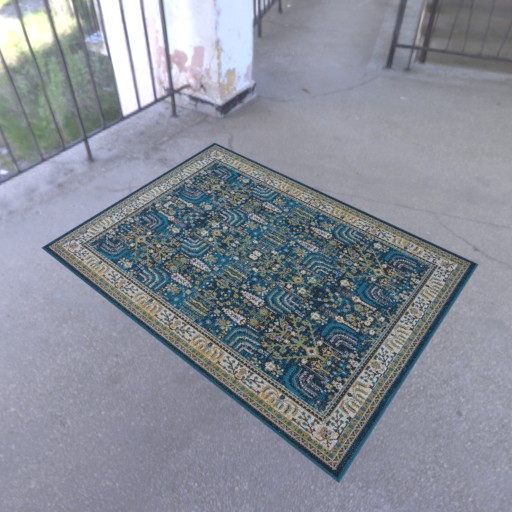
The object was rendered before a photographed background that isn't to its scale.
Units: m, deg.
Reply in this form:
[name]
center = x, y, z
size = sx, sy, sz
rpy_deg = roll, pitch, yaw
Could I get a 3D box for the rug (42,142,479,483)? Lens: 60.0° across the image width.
[rug]
center = 0.000, 0.000, 3.817
size = 3.044, 0.015, 2.226
rpy_deg = 30, 53, 26
